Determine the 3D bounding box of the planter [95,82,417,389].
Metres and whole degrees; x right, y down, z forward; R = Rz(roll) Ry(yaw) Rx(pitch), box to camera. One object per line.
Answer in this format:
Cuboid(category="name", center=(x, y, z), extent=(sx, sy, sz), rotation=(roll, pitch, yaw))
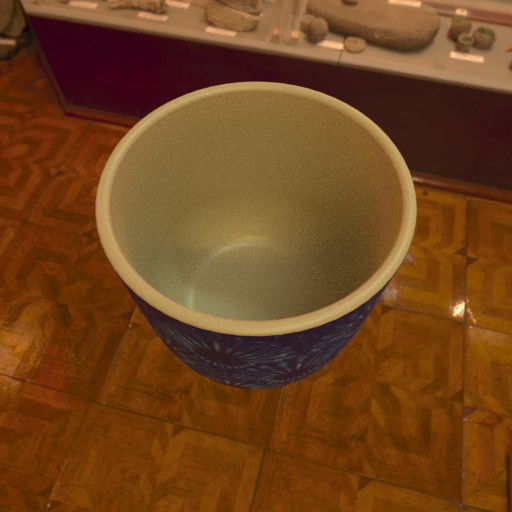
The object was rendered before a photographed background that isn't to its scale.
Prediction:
Cuboid(category="planter", center=(0.000, 0.000, 0.219), extent=(0.124, 0.109, 0.124), rotation=(0, 59, 0))
